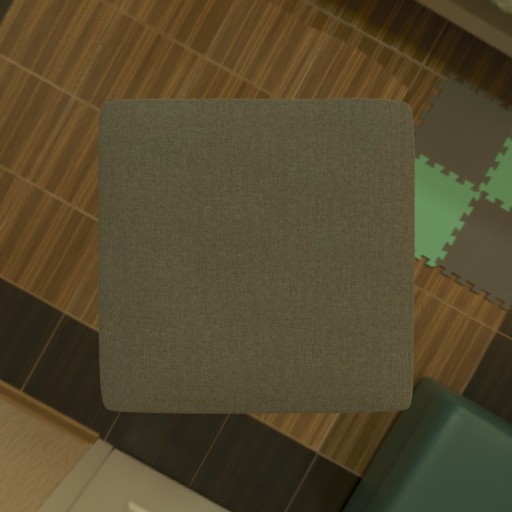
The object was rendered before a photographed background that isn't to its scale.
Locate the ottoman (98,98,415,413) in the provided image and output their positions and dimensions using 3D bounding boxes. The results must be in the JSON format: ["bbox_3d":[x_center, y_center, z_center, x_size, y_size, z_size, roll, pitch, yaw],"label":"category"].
[{"bbox_3d":[0.000,0.000,1.325,0.843,0.436,0.840,0,91,0],"label":"ottoman"}]
